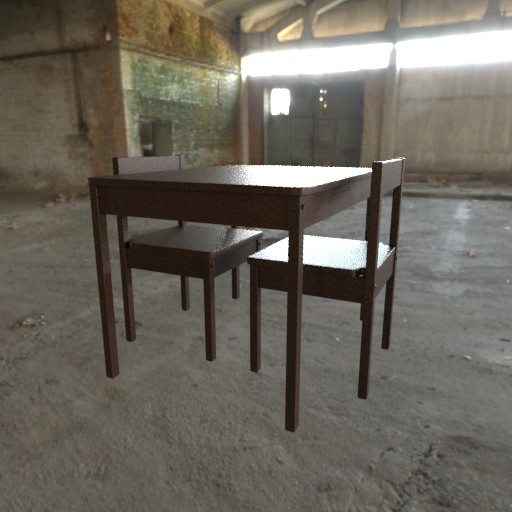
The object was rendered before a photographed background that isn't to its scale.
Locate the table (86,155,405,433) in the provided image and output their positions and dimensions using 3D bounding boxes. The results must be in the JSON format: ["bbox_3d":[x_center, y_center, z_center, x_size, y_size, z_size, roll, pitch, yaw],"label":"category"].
[{"bbox_3d":[0.000,0.000,1.159,0.672,0.503,0.650,7,16,25],"label":"table"}]
